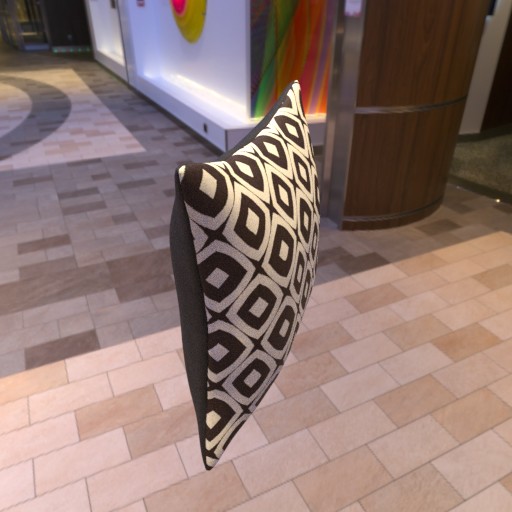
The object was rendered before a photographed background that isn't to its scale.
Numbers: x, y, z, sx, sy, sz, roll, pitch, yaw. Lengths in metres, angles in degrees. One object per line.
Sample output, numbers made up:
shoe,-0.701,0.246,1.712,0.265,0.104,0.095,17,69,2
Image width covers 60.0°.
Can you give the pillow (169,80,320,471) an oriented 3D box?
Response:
pillow,0.000,0.000,0.767,0.188,0.494,0.504,9,32,15
